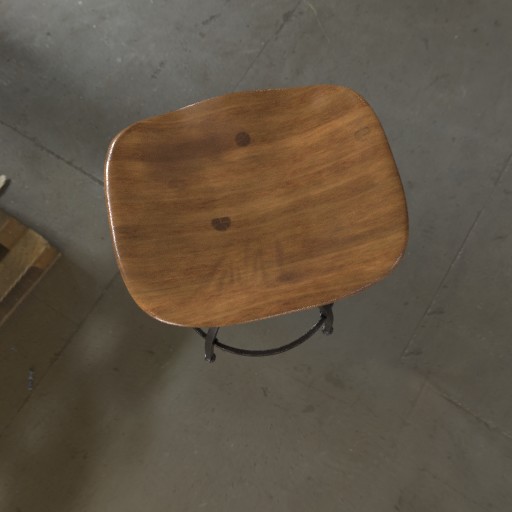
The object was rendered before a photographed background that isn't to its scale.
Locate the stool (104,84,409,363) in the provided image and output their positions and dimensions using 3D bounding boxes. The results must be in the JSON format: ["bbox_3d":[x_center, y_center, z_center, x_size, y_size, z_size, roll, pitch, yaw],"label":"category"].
[{"bbox_3d":[0.000,0.000,0.980,0.432,0.694,0.424,-12,75,-3],"label":"stool"}]
